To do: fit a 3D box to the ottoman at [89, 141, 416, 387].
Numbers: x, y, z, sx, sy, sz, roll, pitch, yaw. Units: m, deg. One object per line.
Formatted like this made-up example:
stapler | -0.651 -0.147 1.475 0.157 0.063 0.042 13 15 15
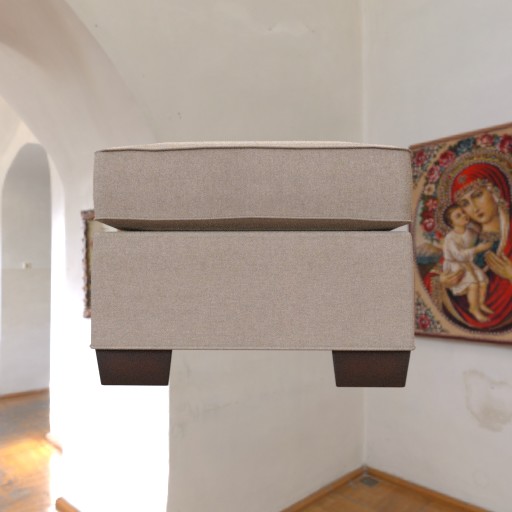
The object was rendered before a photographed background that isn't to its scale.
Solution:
ottoman | 0.000 0.000 1.239 0.617 0.503 0.846 0 -1 1
